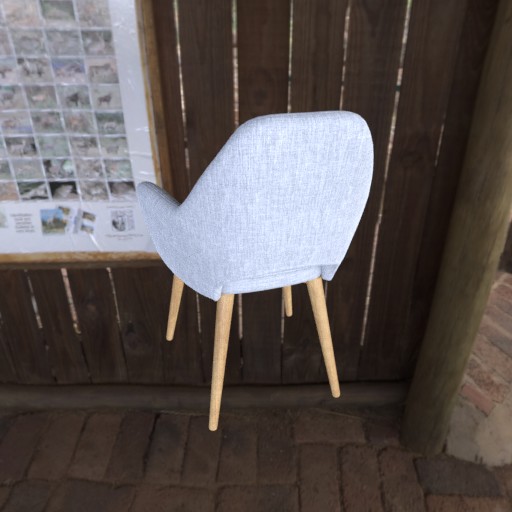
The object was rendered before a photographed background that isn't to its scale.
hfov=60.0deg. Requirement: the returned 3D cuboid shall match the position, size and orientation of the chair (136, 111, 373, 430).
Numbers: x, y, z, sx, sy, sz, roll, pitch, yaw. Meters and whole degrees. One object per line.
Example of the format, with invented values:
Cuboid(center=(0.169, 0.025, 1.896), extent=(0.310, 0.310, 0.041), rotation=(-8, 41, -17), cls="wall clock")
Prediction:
Cuboid(center=(0.000, 0.000, 1.223), extent=(0.590, 0.840, 0.610), rotation=(-9, 28, -17), cls="chair")
